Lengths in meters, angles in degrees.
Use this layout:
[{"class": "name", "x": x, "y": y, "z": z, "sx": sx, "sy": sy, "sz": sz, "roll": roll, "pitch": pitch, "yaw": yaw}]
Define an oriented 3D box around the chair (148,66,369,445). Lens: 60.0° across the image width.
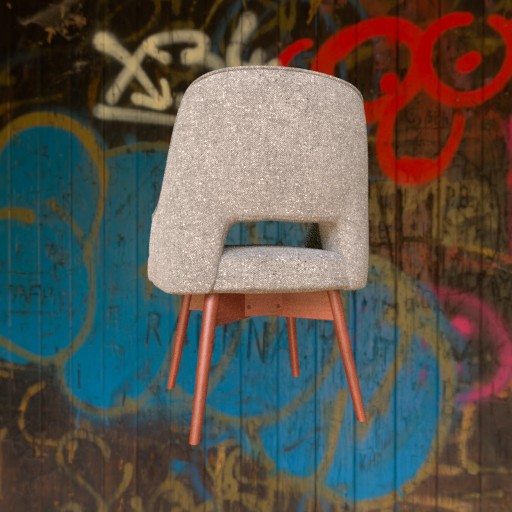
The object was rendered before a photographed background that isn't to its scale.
[{"class": "chair", "x": 0.000, "y": 0.000, "z": 1.319, "sx": 0.608, "sy": 0.875, "sz": 0.629, "roll": 0, "pitch": 1, "yaw": -18}]
